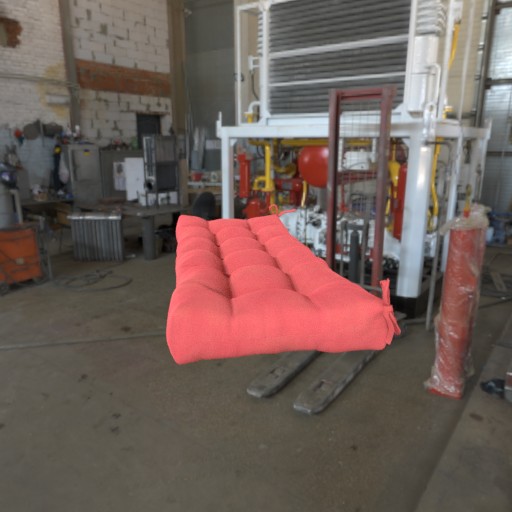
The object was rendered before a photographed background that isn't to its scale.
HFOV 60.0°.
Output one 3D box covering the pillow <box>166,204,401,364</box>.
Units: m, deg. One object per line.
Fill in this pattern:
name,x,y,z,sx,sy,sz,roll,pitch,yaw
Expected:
pillow,0.000,0.000,1.381,0.511,0.174,1.194,-2,15,-9
